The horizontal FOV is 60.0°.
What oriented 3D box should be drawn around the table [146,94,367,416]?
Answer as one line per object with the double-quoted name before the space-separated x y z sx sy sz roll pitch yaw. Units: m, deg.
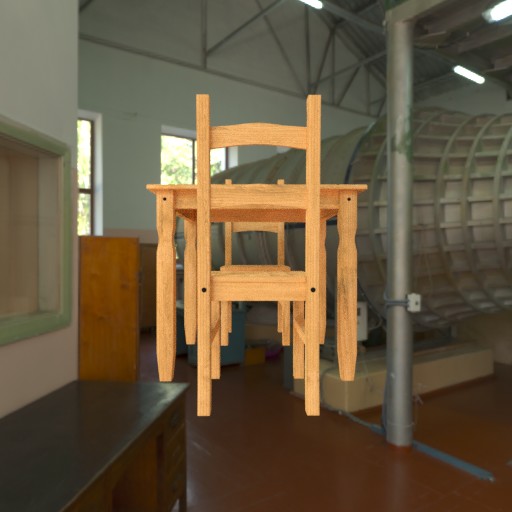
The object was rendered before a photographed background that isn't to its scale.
"table" 0.000 0.000 2.037 0.813 0.942 1.501 0 0 -1
